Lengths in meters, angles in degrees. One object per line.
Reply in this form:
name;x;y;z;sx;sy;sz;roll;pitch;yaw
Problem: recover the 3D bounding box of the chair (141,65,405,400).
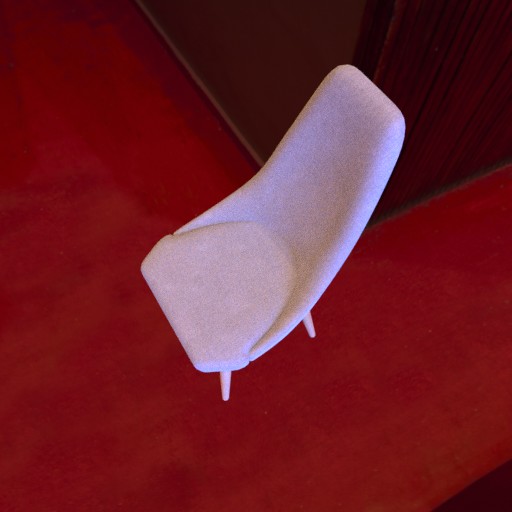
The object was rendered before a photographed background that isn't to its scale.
chair;0.000;0.000;1.395;0.660;1.040;0.510;-29;67;-14
